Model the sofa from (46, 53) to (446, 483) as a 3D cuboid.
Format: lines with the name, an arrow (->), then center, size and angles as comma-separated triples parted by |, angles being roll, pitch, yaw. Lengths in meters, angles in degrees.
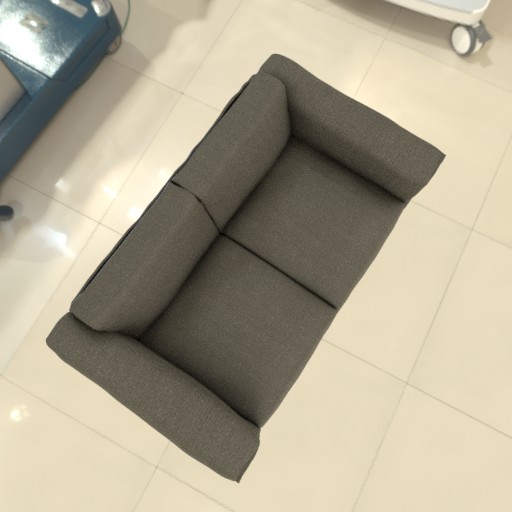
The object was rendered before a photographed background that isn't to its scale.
sofa -> 0.000, 0.000, 2.098 | 0.960, 0.656, 1.690 | 34, 78, 8
